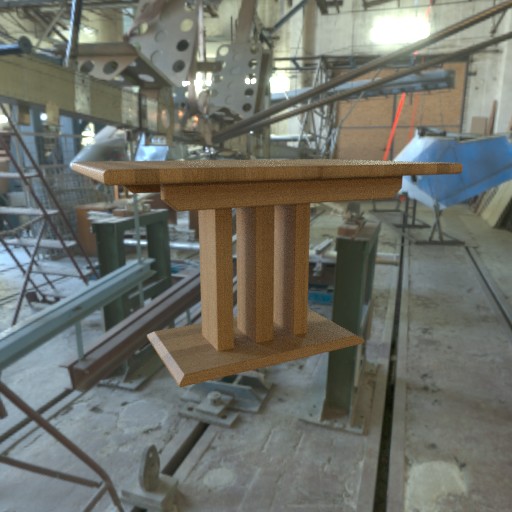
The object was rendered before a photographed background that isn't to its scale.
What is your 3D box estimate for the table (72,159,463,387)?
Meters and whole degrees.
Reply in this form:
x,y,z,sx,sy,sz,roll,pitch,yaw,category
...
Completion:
x,y,z,sx,sy,sz,roll,pitch,yaw,category
0.000,0.000,1.862,1.300,0.770,0.900,-7,15,-26,table
